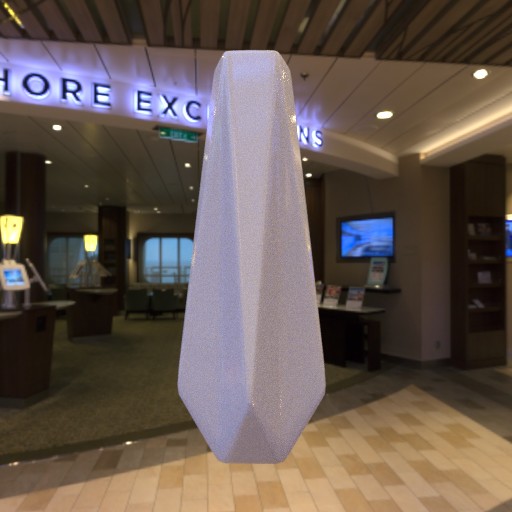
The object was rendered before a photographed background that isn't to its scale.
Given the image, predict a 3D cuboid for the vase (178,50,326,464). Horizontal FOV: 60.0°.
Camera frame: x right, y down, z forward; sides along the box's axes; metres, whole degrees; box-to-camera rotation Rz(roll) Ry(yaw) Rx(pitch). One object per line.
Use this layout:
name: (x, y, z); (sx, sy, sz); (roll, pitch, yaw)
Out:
vase: (0.000, 0.000, 0.388); (0.122, 0.329, 0.116); (0, -1, 37)
